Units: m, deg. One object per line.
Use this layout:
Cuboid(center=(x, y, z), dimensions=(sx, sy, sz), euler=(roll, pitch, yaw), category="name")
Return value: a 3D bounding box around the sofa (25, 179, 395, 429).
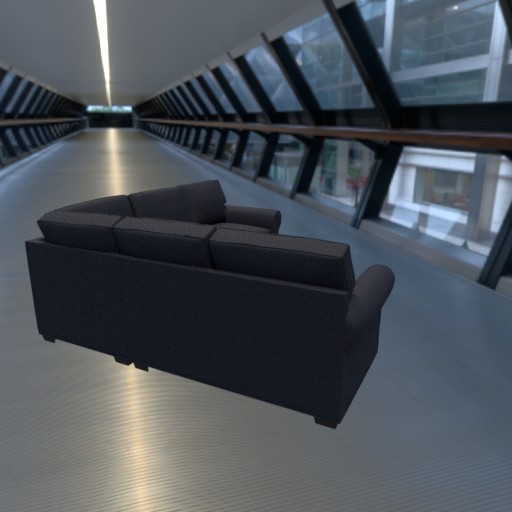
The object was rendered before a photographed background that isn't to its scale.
Cuboid(center=(0.000, 0.000, 3.851), dimensions=(2.487, 1.042, 2.562), euler=(8, 18, 26), category="sofa")
